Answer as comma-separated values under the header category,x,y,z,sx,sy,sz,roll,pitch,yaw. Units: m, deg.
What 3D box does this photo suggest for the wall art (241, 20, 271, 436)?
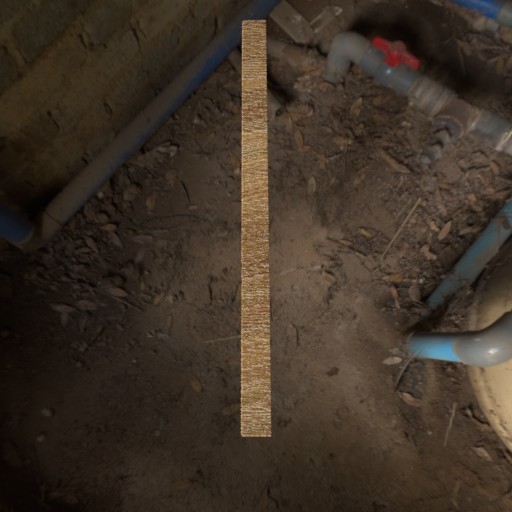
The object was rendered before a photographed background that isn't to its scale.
category,x,y,z,sx,sy,sz,roll,pitch,yaw
wall art,0.000,0.000,0.908,0.042,0.608,0.611,0,75,0
